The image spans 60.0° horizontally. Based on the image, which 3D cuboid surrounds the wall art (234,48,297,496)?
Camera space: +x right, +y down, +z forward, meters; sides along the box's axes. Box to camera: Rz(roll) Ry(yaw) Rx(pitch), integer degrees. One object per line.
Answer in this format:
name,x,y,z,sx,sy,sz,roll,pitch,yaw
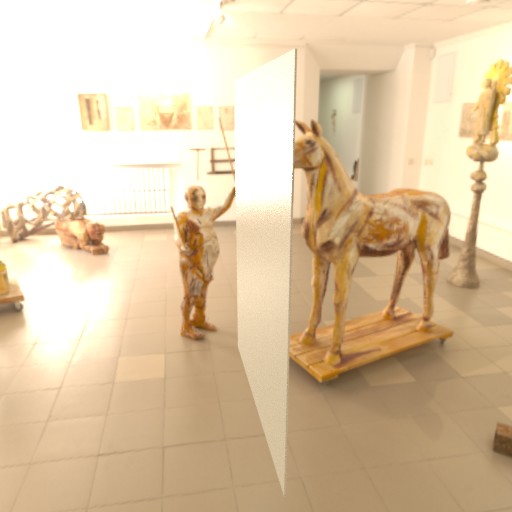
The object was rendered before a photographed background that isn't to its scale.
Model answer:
wall art,0.000,0.000,0.782,0.003,0.609,0.457,-3,18,-10
